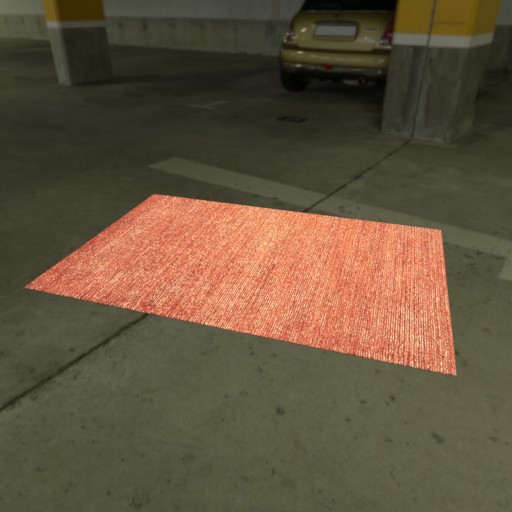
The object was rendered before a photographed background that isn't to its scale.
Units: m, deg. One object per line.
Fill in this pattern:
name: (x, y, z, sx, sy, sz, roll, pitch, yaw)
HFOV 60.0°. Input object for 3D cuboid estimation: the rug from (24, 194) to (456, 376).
rug: (0.000, 0.000, 2.160, 1.747, 0.011, 1.139, 9, 31, 15)
